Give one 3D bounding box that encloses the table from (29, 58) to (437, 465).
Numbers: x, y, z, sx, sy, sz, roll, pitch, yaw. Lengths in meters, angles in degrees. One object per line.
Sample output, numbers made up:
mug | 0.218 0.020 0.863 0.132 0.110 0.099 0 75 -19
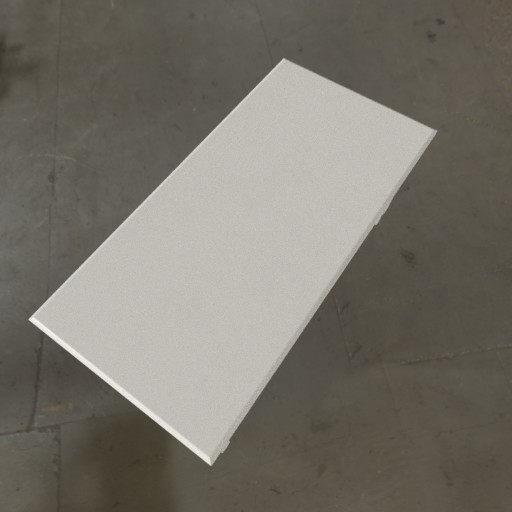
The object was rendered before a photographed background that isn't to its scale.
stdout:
table | 0.000 0.000 1.413 0.551 0.506 1.109 32 67 15
